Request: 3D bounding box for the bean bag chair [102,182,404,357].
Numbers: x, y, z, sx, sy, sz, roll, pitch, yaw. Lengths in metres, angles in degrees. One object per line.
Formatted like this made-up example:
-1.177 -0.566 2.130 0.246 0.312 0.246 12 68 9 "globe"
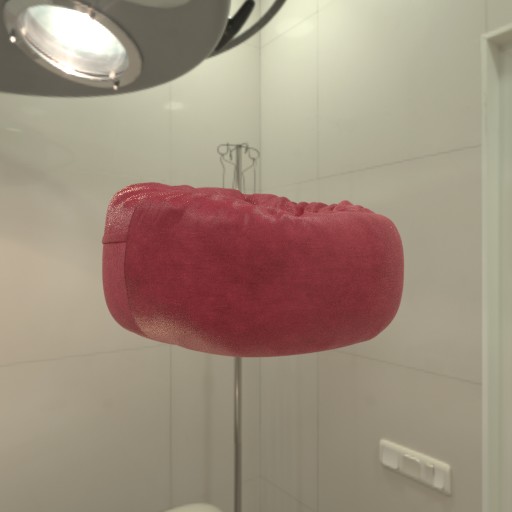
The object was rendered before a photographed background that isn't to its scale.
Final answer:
0.000 0.000 2.412 1.524 0.878 1.524 0 0 -36 "bean bag chair"
